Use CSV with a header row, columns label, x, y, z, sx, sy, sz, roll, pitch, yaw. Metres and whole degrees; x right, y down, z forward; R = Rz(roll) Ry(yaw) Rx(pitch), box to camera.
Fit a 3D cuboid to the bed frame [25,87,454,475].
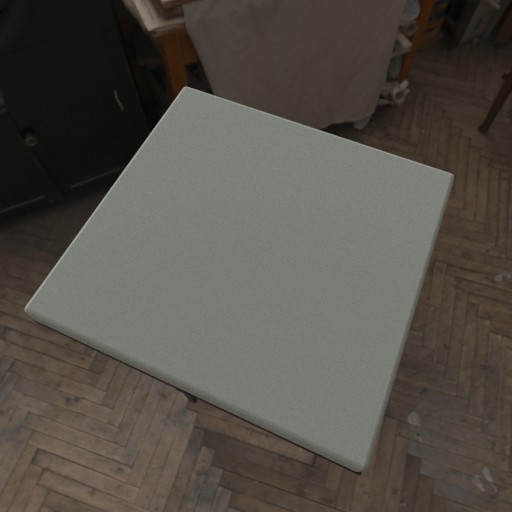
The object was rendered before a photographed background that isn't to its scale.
label,x,y,z,sx,sy,sz,roll,pitch,yaw
bed frame,0.000,0.000,3.783,2.635,0.680,2.526,22,65,11
